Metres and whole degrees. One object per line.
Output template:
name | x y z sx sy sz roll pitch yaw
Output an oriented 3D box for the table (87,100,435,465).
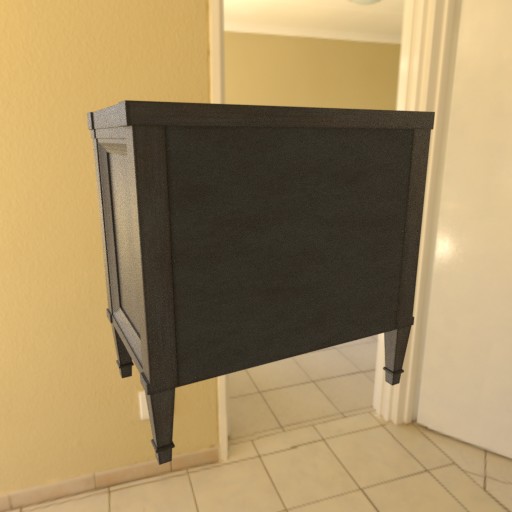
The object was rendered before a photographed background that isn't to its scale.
table | 0.000 0.000 1.070 0.660 0.660 0.413 -8 17 -27
